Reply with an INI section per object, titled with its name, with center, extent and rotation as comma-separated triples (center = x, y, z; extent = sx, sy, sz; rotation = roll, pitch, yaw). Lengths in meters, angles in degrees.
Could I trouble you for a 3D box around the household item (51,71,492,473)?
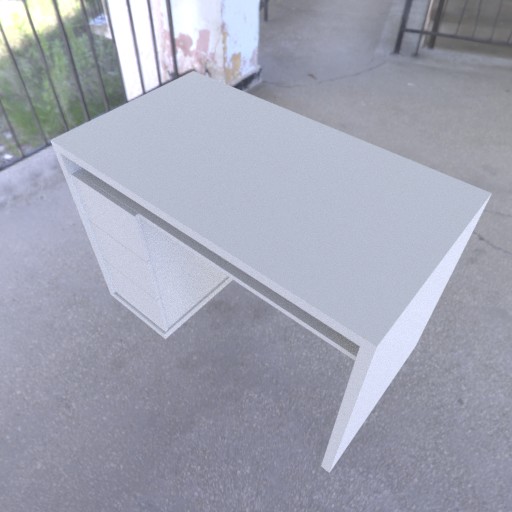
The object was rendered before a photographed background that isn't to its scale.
[household item]
center = 0.000, 0.000, 1.511
extent = 1.100, 0.749, 0.597
rotation = 32, 55, 26
